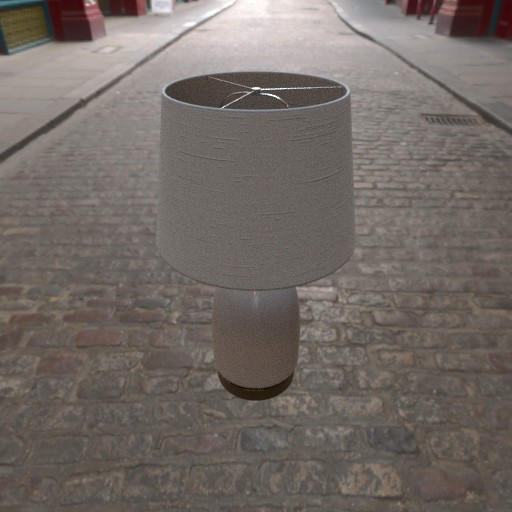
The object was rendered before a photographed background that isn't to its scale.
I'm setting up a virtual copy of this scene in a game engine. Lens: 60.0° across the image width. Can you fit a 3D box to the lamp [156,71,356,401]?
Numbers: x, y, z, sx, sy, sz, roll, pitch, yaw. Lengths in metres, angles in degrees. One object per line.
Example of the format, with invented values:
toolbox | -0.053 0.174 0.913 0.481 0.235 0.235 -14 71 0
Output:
lamp | 0.000 0.000 0.666 0.285 0.483 0.285 0 32 0
